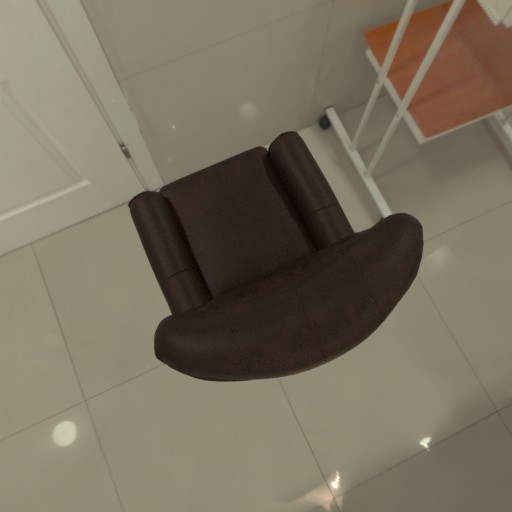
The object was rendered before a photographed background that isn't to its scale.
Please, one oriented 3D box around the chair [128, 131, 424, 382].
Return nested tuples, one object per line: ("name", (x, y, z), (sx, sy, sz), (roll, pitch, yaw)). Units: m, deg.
("chair", (0.000, 0.000, 1.951), (0.948, 1.158, 1.058), (-24, 75, -7))
